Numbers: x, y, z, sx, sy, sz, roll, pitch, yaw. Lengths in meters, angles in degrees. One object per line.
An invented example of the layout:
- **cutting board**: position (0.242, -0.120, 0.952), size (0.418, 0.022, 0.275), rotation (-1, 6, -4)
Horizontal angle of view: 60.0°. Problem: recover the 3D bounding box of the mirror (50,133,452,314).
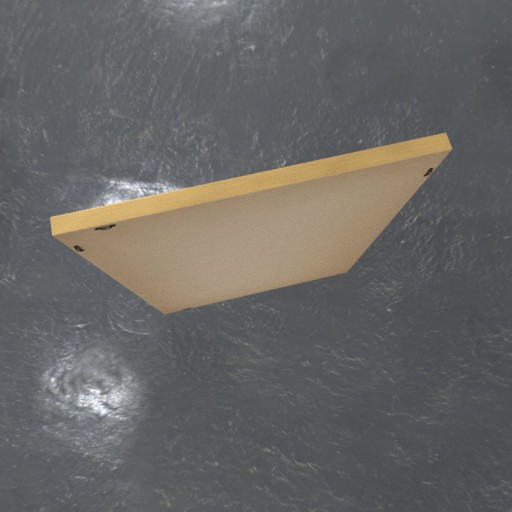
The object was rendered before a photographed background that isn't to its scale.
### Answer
- **mirror**: position (0.000, 0.000, 1.315), size (0.762, 1.016, 0.041), rotation (-13, 75, -3)
